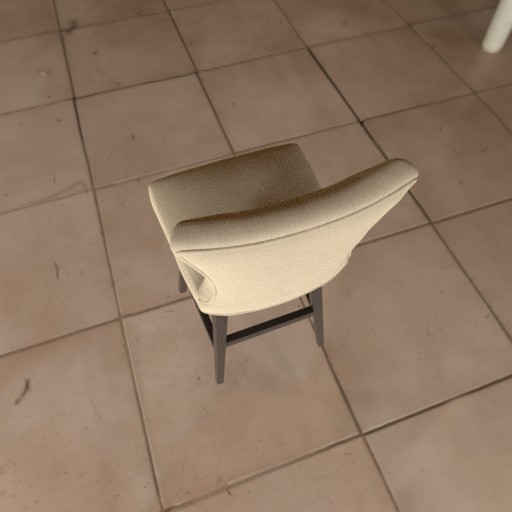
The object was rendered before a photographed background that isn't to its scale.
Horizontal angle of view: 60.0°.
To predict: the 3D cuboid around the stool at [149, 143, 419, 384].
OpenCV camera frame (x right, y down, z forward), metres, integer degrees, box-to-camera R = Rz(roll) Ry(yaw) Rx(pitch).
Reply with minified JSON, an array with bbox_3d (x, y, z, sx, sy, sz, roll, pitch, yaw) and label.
[{"bbox_3d":[0.000,0.000,1.392,0.514,1.086,0.574,-18,60,-11],"label":"stool"}]
